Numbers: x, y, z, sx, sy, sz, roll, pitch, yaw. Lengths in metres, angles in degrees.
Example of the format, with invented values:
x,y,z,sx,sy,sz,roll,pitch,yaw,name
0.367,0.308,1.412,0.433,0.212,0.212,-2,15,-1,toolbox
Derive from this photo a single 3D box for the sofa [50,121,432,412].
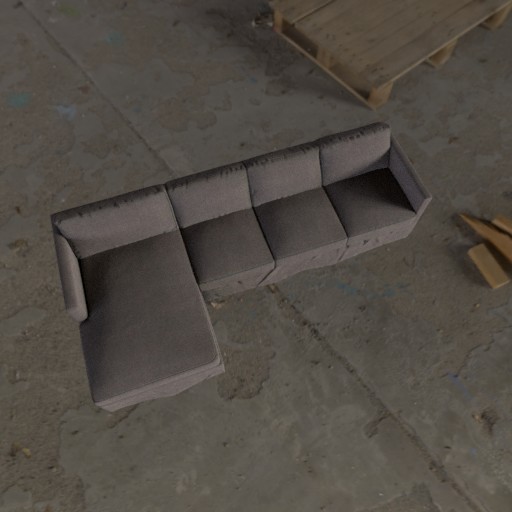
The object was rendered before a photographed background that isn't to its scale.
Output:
x,y,z,sx,sy,sz,roll,pitch,yaw,name
0.000,0.000,3.894,3.205,0.922,1.650,-17,65,-9,sofa
